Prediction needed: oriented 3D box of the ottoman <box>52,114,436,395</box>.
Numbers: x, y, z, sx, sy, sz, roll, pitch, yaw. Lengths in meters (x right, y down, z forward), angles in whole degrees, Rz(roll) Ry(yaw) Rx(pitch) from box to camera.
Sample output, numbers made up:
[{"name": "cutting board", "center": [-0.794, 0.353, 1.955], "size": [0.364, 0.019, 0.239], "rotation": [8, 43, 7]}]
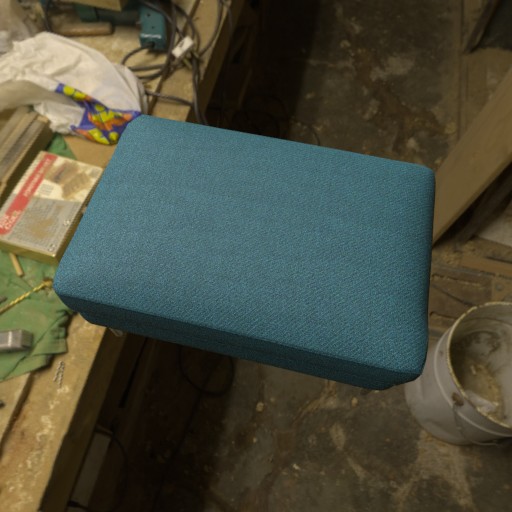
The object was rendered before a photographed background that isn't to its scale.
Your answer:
[{"name": "ottoman", "center": [0.000, 0.000, 1.225], "size": [0.856, 0.498, 0.563], "rotation": [12, 64, 6]}]
